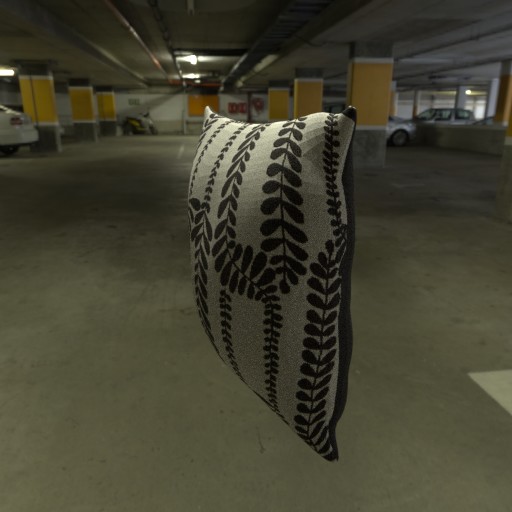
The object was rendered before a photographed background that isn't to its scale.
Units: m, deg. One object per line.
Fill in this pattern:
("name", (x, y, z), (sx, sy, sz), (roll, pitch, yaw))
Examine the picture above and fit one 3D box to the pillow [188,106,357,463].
("pillow", (0.000, 0.000, 0.676), (0.182, 0.441, 0.440), (-8, 19, -24))
